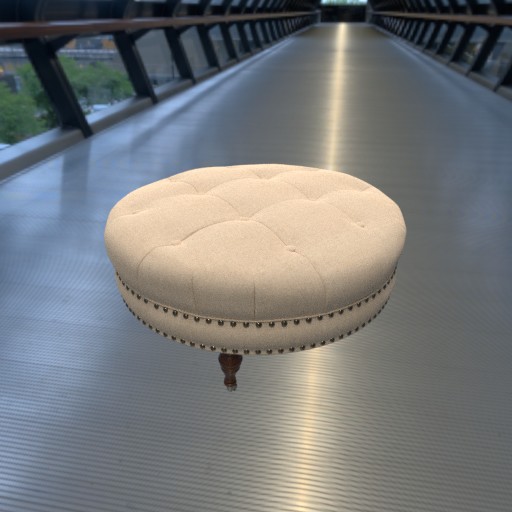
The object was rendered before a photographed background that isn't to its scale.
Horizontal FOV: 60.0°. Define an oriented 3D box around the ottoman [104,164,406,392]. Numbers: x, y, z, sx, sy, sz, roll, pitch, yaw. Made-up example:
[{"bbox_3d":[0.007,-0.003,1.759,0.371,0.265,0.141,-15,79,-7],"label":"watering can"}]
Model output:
[{"bbox_3d":[0.000,0.000,1.502,0.940,0.483,0.940,0,28,0],"label":"ottoman"}]
